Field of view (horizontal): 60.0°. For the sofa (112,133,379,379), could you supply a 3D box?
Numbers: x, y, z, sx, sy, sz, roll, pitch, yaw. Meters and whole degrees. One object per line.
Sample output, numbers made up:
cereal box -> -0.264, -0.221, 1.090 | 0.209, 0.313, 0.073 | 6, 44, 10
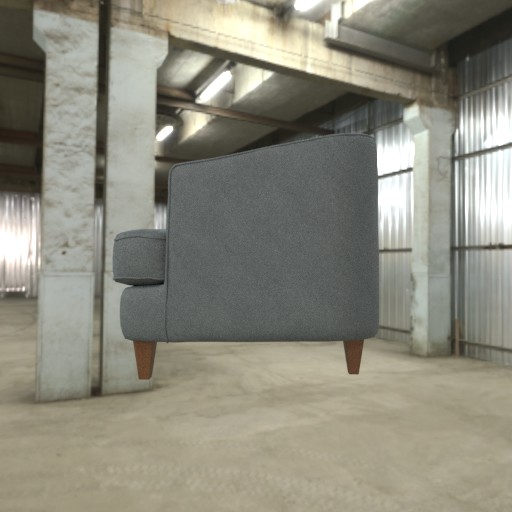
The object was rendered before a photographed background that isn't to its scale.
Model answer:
sofa -> 0.000, 0.000, 2.267 | 0.941, 0.855, 1.733 | 0, -2, 1
